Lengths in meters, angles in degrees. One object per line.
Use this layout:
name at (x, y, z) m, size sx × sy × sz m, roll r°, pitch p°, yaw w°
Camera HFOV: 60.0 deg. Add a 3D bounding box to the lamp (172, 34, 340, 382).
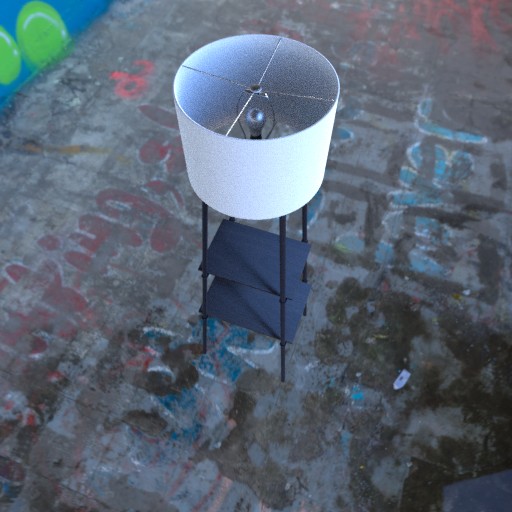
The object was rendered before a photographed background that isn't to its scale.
lamp at (0.000, 0.000, 1.623) m, size 0.427 × 1.474 × 0.384 m, roll 17°, pitch 59°, yaw 10°
